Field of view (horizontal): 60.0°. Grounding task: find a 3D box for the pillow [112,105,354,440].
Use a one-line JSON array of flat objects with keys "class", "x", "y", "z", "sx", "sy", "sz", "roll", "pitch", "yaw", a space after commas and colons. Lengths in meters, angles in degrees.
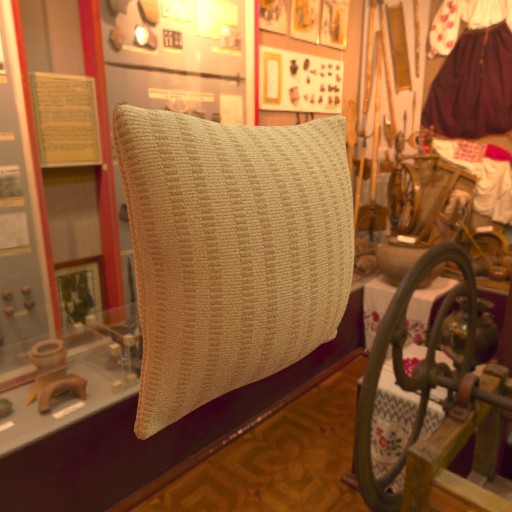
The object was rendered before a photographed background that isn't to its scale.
[{"class": "pillow", "x": 0.000, "y": 0.000, "z": 0.672, "sx": 0.247, "sy": 0.419, "sz": 0.438, "roll": 14, "pitch": 21, "yaw": 43}]
